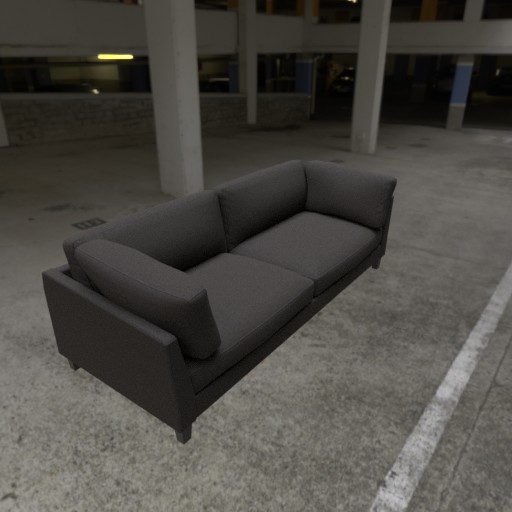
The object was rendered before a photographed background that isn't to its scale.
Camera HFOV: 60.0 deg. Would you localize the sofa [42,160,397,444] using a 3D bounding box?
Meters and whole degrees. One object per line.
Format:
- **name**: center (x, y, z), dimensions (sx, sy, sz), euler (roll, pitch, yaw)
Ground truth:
- **sofa**: center (0.000, 0.000, 2.811), dimensions (0.969, 0.792, 2.312), euler (18, 30, 33)
